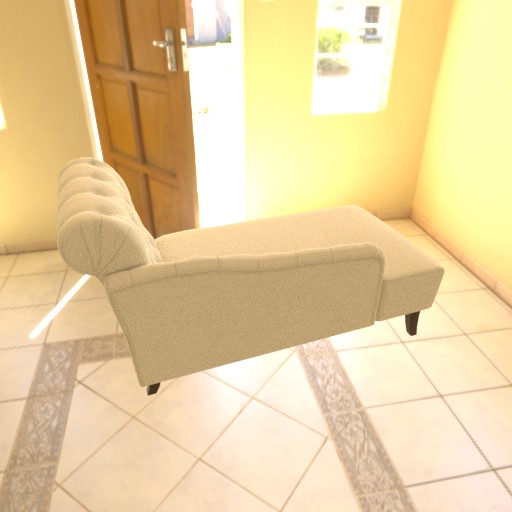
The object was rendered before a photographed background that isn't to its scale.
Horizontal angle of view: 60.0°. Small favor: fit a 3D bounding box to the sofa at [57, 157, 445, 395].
[{"bbox_3d":[0.000,0.000,1.808,1.379,0.787,0.675,-11,32,-18],"label":"sofa"}]
